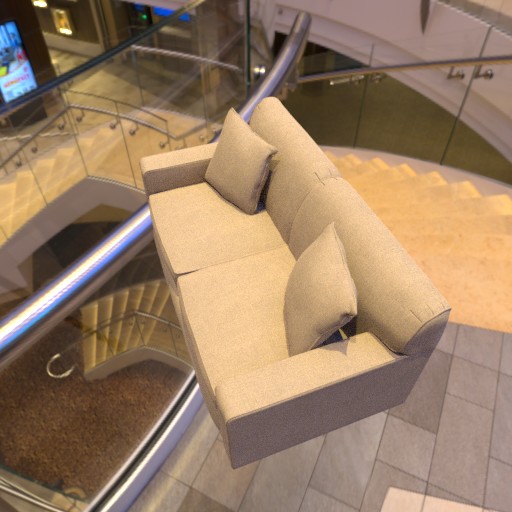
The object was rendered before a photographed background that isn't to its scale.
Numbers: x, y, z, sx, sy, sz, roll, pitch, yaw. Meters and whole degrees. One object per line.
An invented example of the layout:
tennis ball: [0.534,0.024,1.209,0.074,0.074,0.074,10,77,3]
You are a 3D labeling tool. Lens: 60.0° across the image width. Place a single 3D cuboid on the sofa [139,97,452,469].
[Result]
sofa: [0.000,0.000,2.483,0.998,0.958,1.846,-15,49,-14]
